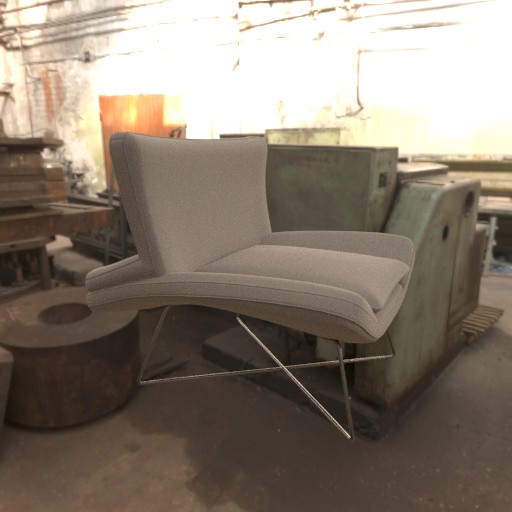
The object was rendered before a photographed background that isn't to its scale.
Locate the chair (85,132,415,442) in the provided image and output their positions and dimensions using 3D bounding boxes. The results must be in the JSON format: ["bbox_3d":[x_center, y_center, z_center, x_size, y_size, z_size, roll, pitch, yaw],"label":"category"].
[{"bbox_3d":[0.000,0.000,1.609,1.008,0.855,0.859,7,16,27],"label":"chair"}]
